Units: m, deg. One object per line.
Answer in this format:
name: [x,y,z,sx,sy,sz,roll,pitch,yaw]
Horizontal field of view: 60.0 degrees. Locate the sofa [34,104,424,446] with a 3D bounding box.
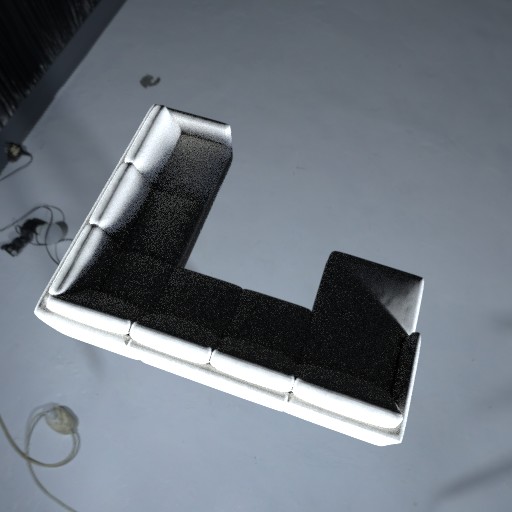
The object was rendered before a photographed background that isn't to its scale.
sofa: [0.000,0.000,4.330,3.238,0.853,2.551,17,66,8]
